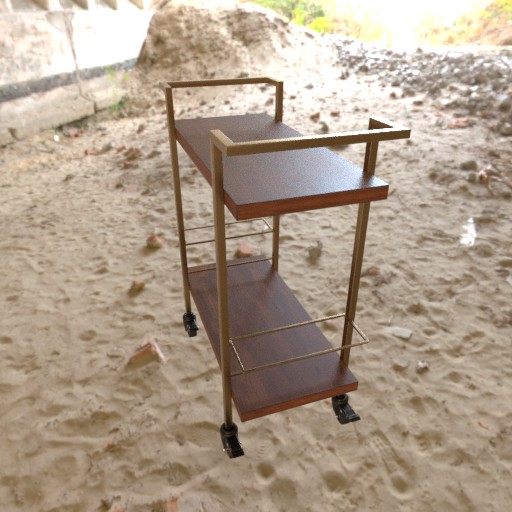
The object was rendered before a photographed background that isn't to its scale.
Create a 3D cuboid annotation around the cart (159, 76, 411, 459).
[{"bbox_3d":[0.000,0.000,1.196,0.364,0.807,0.695,-10,31,-17],"label":"cart"}]
